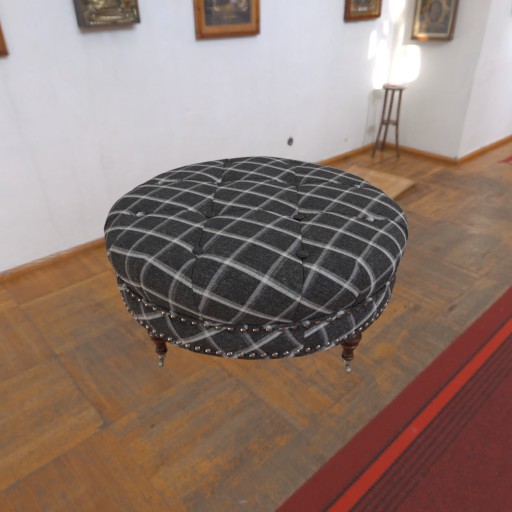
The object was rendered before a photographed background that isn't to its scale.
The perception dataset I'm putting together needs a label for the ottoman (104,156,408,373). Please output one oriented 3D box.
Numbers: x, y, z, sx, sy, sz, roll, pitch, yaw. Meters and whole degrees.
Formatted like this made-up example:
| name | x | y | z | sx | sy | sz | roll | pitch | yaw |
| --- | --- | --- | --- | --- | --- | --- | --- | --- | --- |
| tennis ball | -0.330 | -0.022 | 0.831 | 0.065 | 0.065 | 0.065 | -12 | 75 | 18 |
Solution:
| name | x | y | z | sx | sy | sz | roll | pitch | yaw |
| --- | --- | --- | --- | --- | --- | --- | --- | --- | --- |
| ottoman | 0.000 | 0.000 | 1.406 | 0.901 | 0.439 | 0.901 | 0 | 30 | 0 |
